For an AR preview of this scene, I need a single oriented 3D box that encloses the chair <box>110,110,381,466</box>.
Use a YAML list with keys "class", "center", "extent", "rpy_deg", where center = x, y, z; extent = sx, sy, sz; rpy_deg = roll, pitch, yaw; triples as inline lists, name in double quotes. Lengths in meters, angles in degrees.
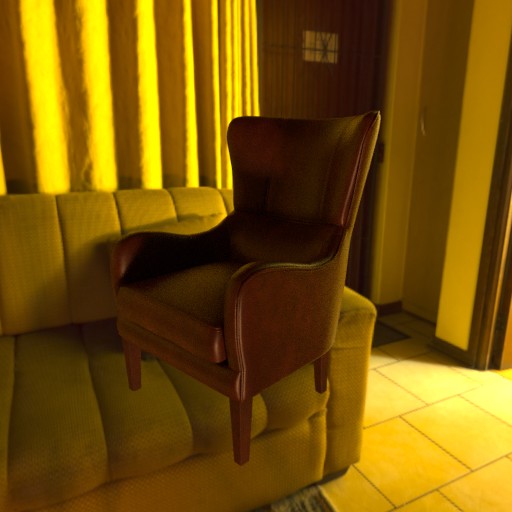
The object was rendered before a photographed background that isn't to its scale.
- class: "chair"
  center: [0.000, 0.000, 1.679]
  extent: [0.692, 1.048, 0.914]
  rpy_deg: [14, 20, 41]
